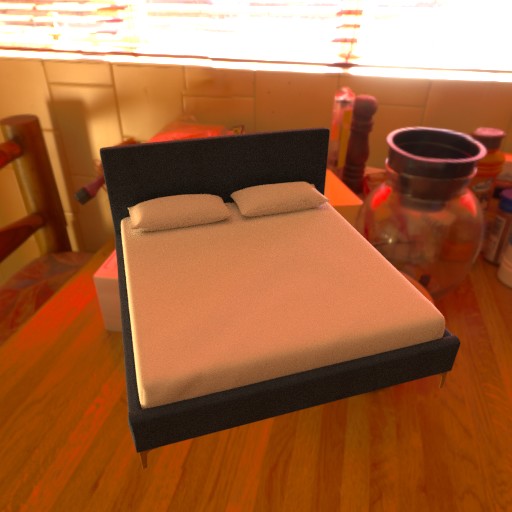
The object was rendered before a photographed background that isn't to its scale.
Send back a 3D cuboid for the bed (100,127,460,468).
[{"bbox_3d":[0.000,0.000,3.397,2.096,1.231,2.232,-9,33,-14],"label":"bed"}]
